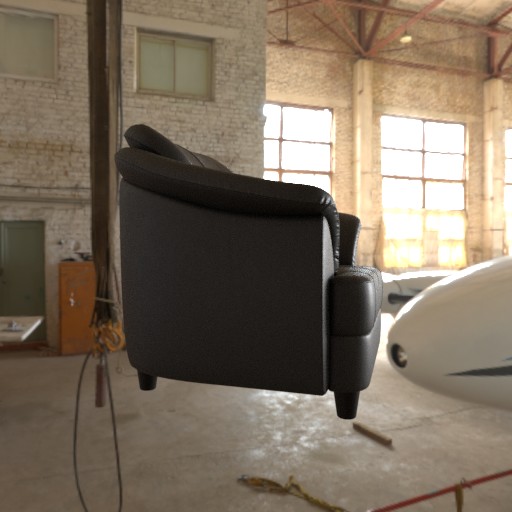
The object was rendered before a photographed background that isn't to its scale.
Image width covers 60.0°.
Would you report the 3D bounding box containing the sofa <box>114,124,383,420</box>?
[{"bbox_3d":[0.000,0.000,1.472,0.794,0.811,0.870,0,0,18],"label":"sofa"}]
